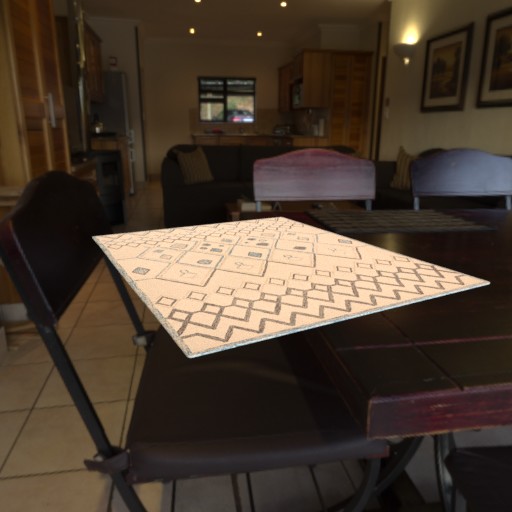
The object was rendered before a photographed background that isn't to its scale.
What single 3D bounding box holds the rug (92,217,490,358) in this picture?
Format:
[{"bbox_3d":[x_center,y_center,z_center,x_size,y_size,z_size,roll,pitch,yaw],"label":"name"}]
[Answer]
[{"bbox_3d":[0.000,0.000,4.125,2.441,0.013,3.056,-8,18,-27],"label":"rug"}]
